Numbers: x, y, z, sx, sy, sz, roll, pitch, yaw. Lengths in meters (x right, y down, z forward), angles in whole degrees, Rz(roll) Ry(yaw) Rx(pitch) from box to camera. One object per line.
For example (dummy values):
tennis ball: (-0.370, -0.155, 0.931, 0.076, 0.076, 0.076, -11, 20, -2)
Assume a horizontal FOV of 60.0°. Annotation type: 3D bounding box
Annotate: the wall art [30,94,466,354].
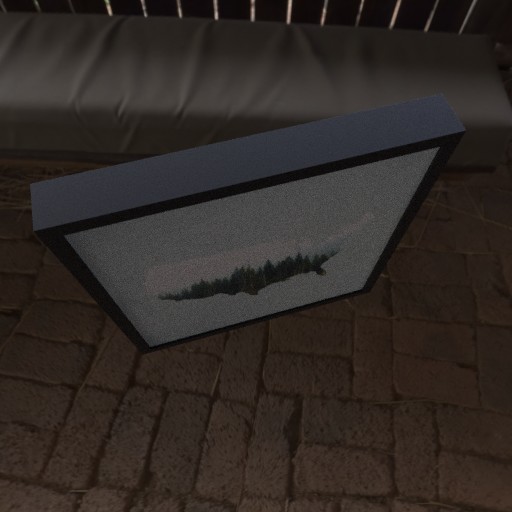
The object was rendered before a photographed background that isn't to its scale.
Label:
wall art: (0.000, 0.000, 0.443, 0.304, 0.304, 0.038, -14, 64, -7)
